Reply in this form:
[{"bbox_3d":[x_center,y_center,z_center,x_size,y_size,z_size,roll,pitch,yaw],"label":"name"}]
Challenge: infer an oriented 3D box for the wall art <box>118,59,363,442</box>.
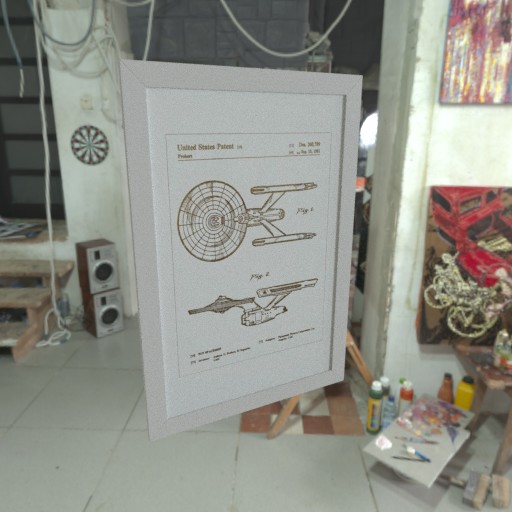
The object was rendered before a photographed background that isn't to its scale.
[{"bbox_3d":[0.000,0.000,0.841,0.454,0.659,0.011,-8,18,-26],"label":"wall art"}]
